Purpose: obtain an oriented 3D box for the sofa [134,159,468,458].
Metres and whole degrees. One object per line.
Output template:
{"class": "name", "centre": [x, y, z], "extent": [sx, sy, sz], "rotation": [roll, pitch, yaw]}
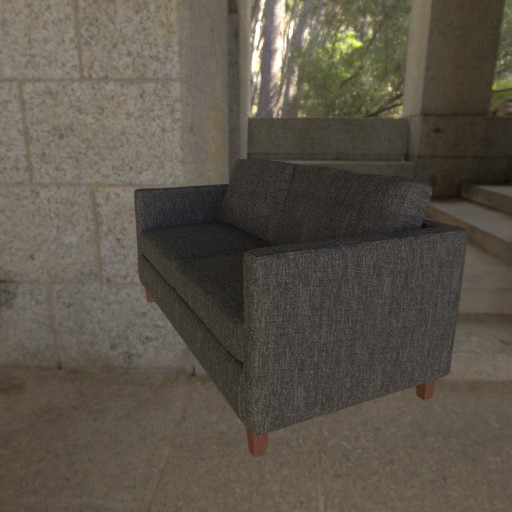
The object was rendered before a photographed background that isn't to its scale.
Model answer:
{"class": "sofa", "centre": [0.000, 0.000, 2.379], "extent": [0.950, 0.963, 1.884], "rotation": [-7, 17, -25]}
